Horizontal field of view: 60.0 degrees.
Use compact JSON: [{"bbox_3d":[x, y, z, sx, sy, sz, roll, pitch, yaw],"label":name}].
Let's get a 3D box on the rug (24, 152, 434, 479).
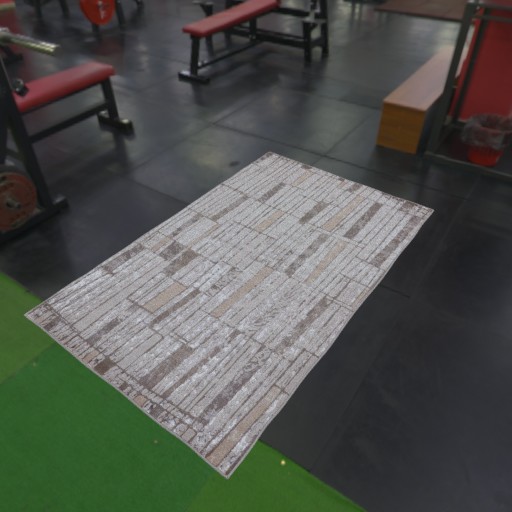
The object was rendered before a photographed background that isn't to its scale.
[{"bbox_3d":[0.000,0.000,2.945,1.531,0.023,2.444,26,48,27],"label":"rug"}]
